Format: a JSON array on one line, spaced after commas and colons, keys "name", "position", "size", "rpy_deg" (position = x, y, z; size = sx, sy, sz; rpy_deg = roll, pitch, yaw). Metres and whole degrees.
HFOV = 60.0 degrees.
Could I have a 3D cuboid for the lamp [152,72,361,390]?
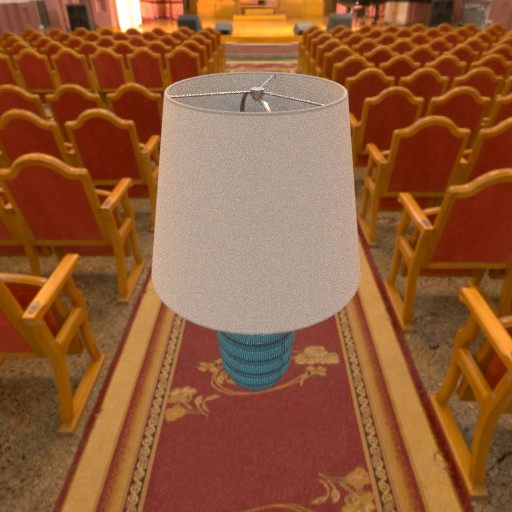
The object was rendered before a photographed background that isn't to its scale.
[{"name": "lamp", "position": [0.000, 0.000, 0.543], "size": [0.254, 0.392, 0.254], "rpy_deg": [0, 33, 0]}]
